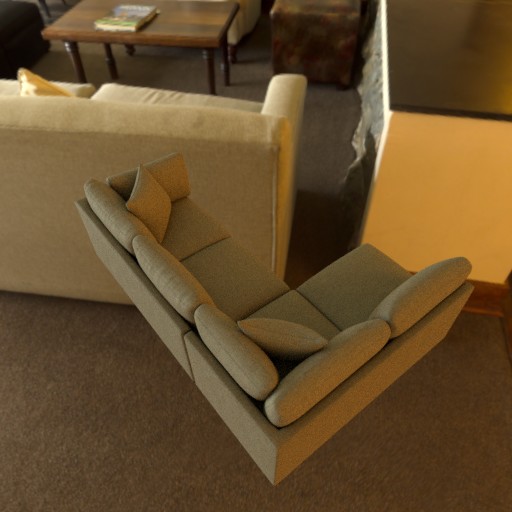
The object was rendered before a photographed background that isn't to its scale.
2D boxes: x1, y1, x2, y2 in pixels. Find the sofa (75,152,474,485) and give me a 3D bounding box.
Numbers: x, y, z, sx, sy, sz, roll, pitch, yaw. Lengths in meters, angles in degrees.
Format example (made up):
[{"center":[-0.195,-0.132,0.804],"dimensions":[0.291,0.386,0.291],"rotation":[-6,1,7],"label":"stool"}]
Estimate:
[{"center":[0.000,0.000,3.865],"dimensions":[1.994,0.978,2.896],"rotation":[-30,53,-26],"label":"sofa"}]
